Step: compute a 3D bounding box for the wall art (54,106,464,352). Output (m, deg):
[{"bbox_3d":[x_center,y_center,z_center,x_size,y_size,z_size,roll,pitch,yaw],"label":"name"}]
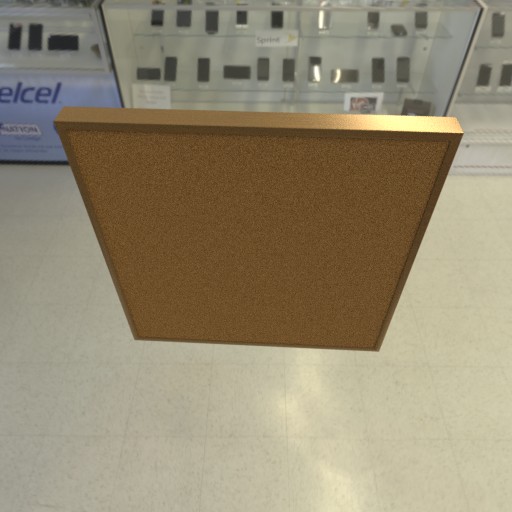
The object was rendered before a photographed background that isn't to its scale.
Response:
[{"bbox_3d":[0.000,0.000,0.741,0.505,0.505,0.037,2,47,2],"label":"wall art"}]
